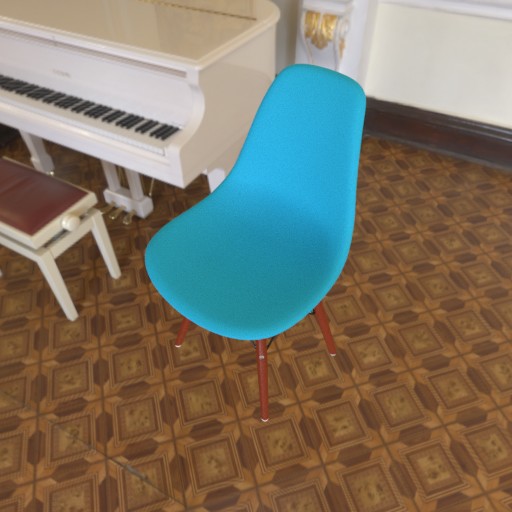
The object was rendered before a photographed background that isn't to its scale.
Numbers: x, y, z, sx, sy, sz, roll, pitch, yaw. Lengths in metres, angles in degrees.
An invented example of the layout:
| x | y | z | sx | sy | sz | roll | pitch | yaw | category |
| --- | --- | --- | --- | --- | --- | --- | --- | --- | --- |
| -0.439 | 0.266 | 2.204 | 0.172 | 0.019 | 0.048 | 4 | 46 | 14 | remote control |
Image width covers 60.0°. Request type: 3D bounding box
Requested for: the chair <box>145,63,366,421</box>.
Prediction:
| x | y | z | sx | sy | sz | roll | pitch | yaw | category |
| --- | --- | --- | --- | --- | --- | --- | --- | --- | --- |
| 0.000 | 0.000 | 1.180 | 0.470 | 0.826 | 0.533 | 32 | 53 | 28 | chair |
